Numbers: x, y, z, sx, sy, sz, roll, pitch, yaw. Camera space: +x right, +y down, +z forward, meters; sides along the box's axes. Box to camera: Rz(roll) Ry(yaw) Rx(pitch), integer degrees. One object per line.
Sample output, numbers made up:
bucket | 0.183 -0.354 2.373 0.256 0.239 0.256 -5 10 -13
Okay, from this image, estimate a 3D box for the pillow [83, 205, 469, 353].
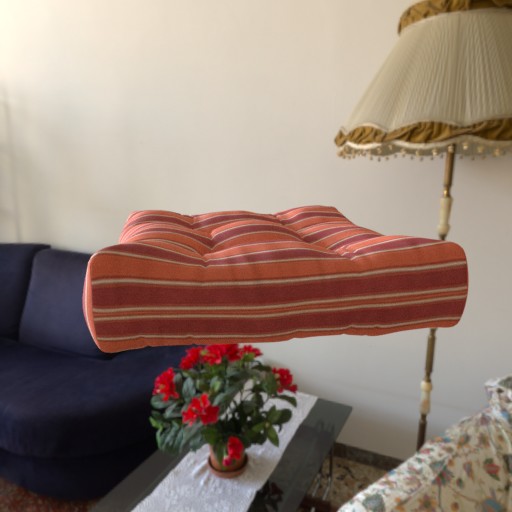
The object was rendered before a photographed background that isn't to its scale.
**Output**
pillow | 0.000 0.000 0.731 0.468 0.133 0.490 -2 13 -10
